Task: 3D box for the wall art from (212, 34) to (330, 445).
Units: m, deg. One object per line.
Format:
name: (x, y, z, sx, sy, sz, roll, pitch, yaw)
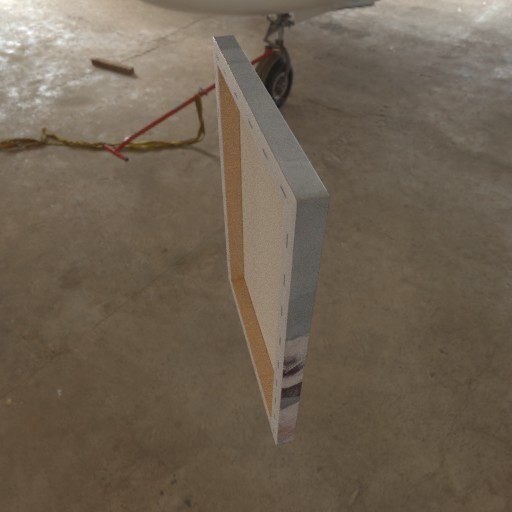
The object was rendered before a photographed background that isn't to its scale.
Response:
wall art: (0.000, 0.000, 0.810, 0.037, 0.613, 0.455, -10, 47, -10)
